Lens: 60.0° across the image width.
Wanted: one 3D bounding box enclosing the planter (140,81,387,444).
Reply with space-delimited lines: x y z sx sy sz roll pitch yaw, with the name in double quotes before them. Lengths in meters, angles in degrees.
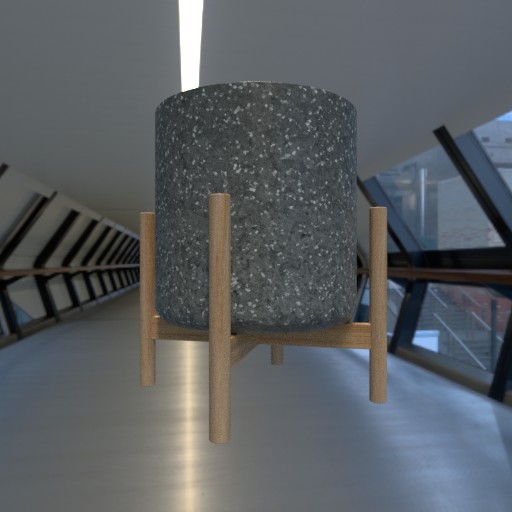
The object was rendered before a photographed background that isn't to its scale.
"planter" 0.000 0.000 0.683 0.360 0.419 0.360 0 0 36
